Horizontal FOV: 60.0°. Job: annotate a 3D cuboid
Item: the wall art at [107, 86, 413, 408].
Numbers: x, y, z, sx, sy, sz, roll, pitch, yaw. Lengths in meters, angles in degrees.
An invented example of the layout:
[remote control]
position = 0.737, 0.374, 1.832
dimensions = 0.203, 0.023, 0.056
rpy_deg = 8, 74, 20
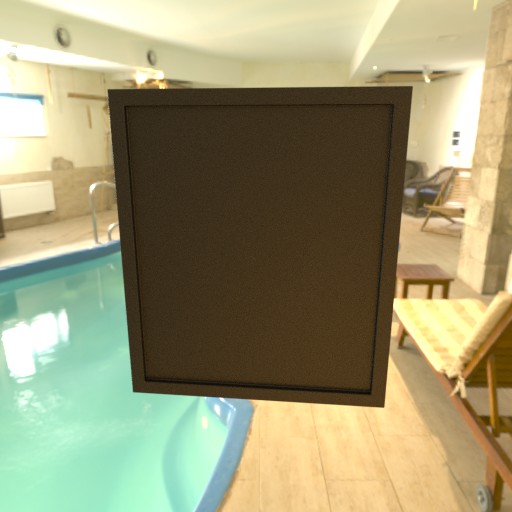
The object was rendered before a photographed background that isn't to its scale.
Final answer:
[wall art]
position = 0.000, 0.000, 0.537
dimensions = 0.328, 0.381, 0.028
rpy_deg = 2, 16, 6
